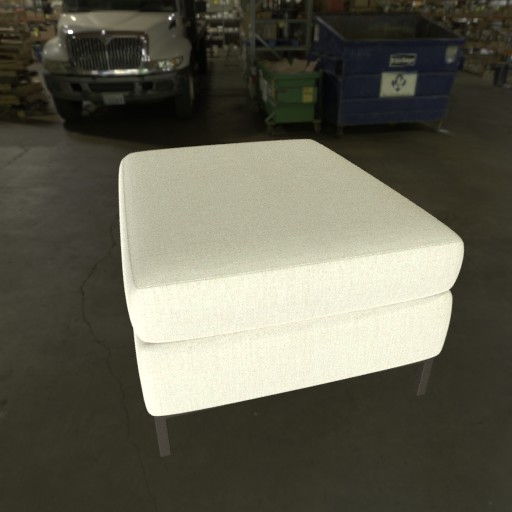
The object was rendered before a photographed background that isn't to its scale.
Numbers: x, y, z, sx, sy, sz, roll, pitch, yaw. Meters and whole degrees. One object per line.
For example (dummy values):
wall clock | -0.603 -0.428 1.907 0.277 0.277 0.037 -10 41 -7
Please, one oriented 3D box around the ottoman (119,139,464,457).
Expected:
ottoman | 0.000 0.000 1.179 0.657 0.453 0.794 -8 30 -14
